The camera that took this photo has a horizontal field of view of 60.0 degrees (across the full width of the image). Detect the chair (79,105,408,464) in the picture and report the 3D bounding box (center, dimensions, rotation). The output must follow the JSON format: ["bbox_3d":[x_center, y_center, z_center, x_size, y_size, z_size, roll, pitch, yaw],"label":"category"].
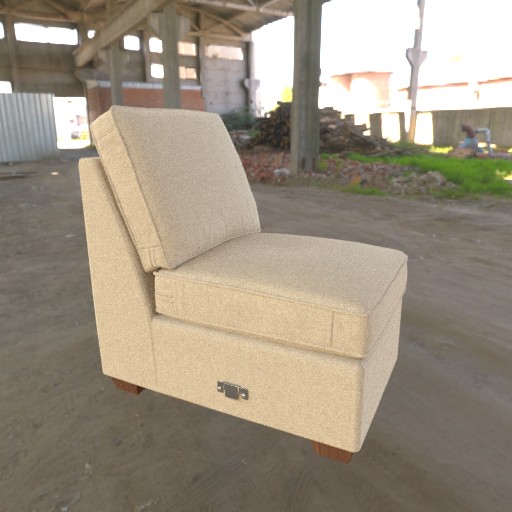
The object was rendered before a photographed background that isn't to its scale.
[{"bbox_3d":[0.000,0.000,1.513,0.938,0.970,0.621,8,17,26],"label":"chair"}]
